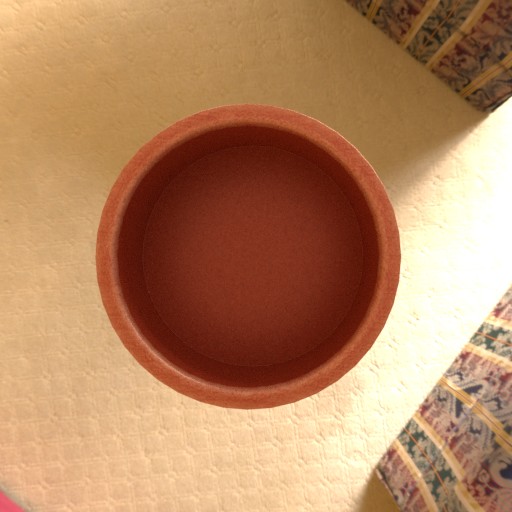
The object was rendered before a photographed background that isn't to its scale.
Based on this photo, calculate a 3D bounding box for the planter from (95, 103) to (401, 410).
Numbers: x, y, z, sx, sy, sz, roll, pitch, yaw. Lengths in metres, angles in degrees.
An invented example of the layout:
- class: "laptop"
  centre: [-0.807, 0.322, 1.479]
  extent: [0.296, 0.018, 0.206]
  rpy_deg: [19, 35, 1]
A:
- class: "planter"
  centre: [0.000, 0.000, 0.722]
  extent: [0.354, 0.465, 0.345]
  rpy_deg: [0, 90, 1]
